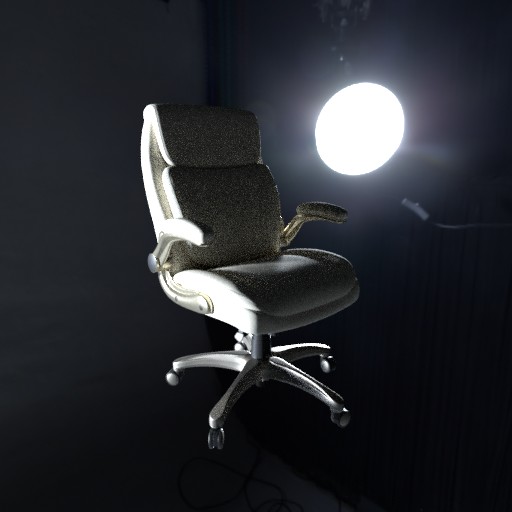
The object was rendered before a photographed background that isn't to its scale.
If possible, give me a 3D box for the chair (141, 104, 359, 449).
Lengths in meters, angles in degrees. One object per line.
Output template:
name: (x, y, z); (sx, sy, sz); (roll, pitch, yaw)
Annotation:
chair: (0.000, 0.000, 1.649); (0.740, 1.110, 0.794); (-13, 19, -43)
